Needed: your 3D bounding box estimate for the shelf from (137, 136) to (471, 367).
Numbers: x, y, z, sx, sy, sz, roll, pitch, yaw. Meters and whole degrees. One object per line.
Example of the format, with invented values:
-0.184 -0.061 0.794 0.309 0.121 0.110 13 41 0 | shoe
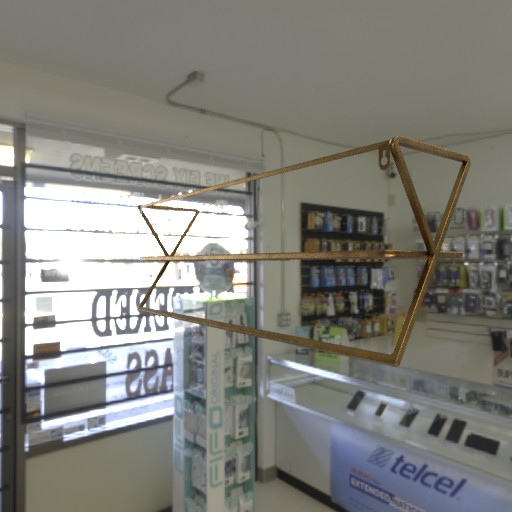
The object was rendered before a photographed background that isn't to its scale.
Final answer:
0.000 0.000 0.735 0.150 0.229 0.645 1 -1 -37 | shelf
